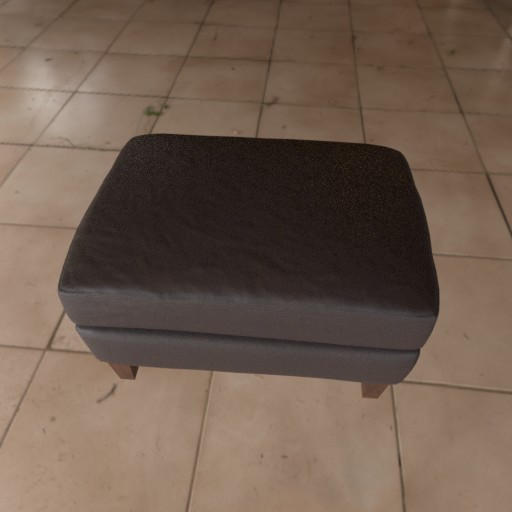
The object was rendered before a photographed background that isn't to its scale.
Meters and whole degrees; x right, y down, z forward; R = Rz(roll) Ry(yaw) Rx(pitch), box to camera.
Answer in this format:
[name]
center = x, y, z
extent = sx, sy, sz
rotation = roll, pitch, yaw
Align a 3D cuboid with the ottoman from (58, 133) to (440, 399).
[ottoman]
center = 0.000, 0.000, 1.300
extent = 0.887, 0.529, 0.659
rotation = 4, 48, 3
